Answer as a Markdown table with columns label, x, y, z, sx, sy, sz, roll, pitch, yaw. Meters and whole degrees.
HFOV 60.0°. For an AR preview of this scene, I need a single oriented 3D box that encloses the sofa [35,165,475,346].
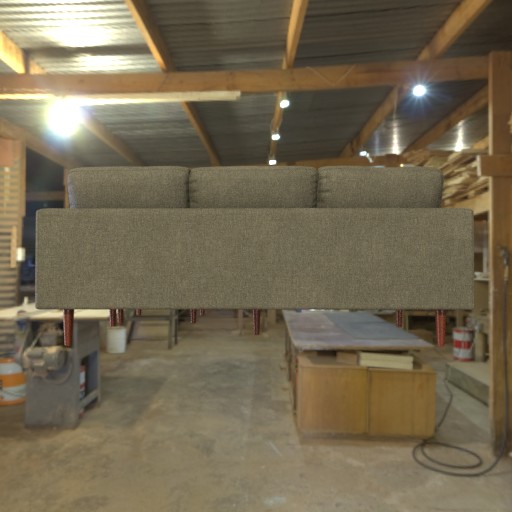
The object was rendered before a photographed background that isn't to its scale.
| label | x | y | z | sx | sy | sz | roll | pitch | yaw |
| --- | --- | --- | --- | --- | --- | --- | --- | --- | --- |
| sofa | 0.000 | 0.000 | 2.976 | 2.233 | 0.956 | 1.504 | 0 | -1 | 1 |
